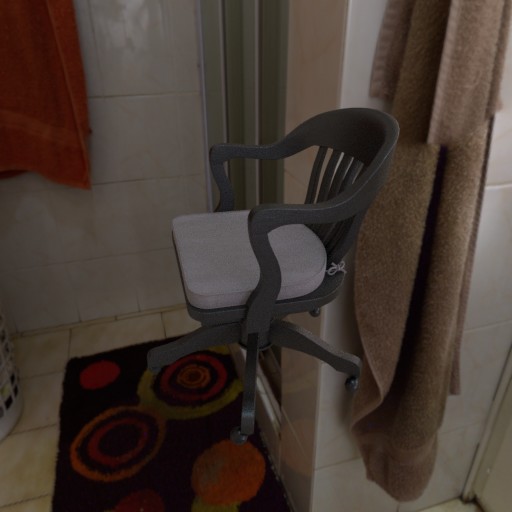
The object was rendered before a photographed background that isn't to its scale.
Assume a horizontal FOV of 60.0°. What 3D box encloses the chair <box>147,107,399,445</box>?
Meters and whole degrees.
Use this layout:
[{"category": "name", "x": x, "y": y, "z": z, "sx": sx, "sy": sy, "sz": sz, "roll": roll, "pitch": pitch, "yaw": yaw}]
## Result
[{"category": "chair", "x": 0.000, "y": 0.000, "z": 1.446, "sx": 0.788, "sy": 0.878, "sz": 0.750, "roll": -7, "pitch": 30, "yaw": -13}]
